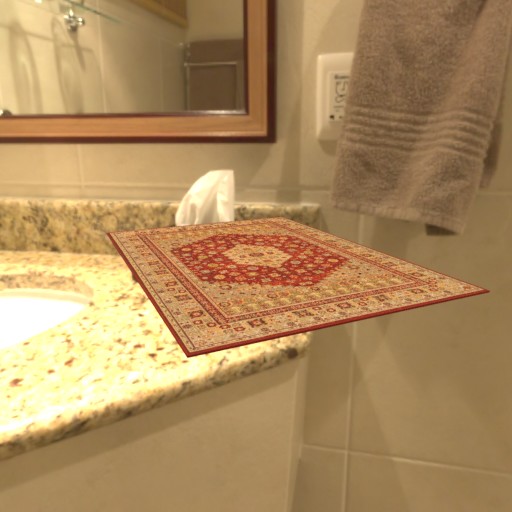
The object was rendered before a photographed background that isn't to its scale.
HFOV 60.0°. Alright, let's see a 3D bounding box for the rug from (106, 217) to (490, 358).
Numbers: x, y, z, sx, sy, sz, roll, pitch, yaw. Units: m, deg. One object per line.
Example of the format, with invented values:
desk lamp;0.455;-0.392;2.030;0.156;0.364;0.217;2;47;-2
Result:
rug;0.000;0.000;2.891;1.593;0.013;2.211;-7;17;-24
